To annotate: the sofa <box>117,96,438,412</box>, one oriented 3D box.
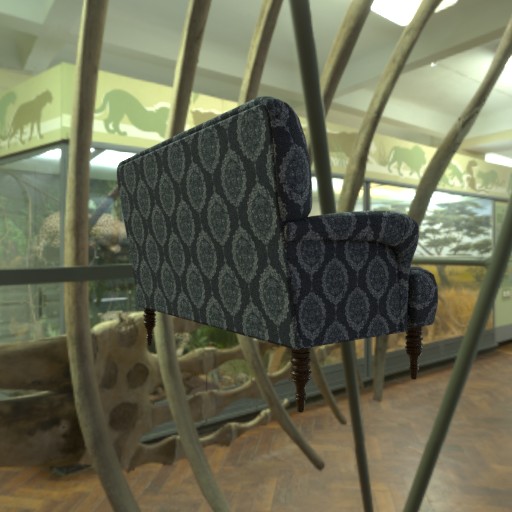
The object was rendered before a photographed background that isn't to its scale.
[{"bbox_3d":[0.000,0.000,1.828,0.779,0.867,1.297,-1,1,-36],"label":"sofa"}]
